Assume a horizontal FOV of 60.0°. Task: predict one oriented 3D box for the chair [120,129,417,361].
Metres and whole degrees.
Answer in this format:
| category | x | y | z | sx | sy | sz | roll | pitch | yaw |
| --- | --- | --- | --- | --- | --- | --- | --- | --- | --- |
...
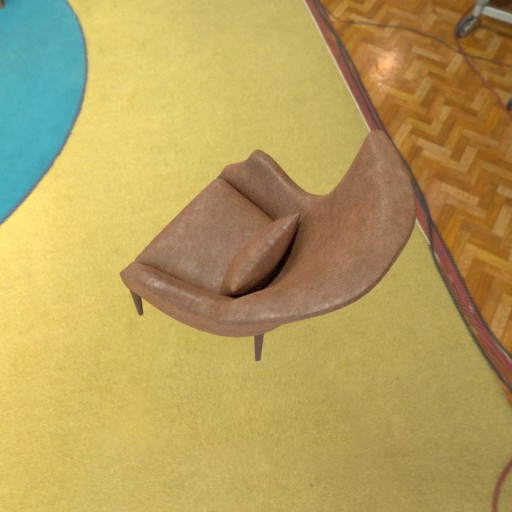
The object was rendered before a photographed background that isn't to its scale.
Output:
| category | x | y | z | sx | sy | sz | roll | pitch | yaw |
| --- | --- | --- | --- | --- | --- | --- | --- | --- | --- |
| chair | 0.000 | 0.000 | 1.795 | 0.955 | 1.067 | 0.846 | 34 | 67 | 16 |
